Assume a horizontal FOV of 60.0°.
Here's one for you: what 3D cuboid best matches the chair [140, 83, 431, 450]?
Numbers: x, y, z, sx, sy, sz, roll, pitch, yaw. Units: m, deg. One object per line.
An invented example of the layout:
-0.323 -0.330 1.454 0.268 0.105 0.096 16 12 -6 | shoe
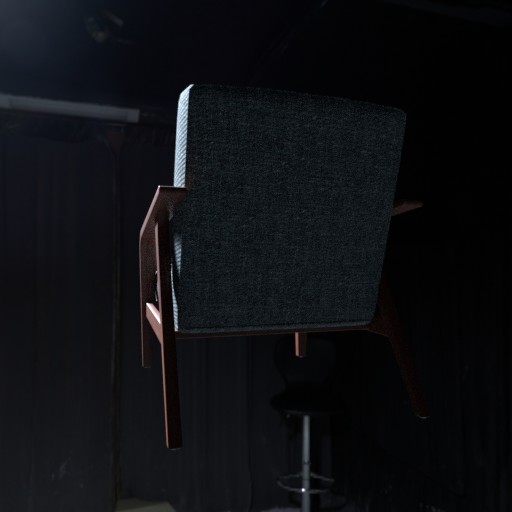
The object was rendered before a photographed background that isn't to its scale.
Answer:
0.000 0.000 1.494 0.719 0.864 0.889 0 -1 -18 | chair
